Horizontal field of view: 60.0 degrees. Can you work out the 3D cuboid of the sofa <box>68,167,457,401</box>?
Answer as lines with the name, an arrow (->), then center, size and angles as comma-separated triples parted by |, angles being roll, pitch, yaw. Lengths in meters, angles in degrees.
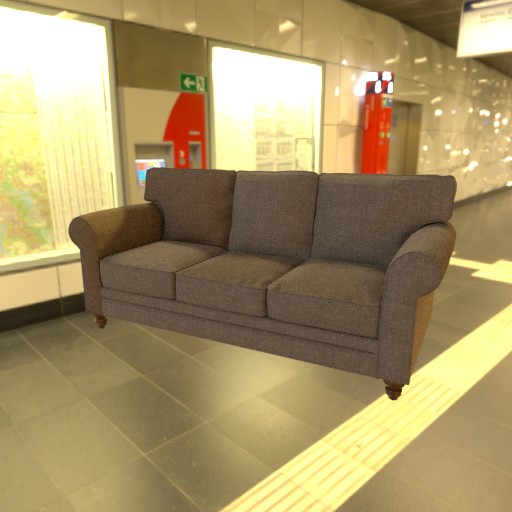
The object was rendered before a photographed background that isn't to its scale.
sofa -> 0.000, 0.000, 2.580 | 2.084, 0.961, 0.916 | 7, 16, 26
